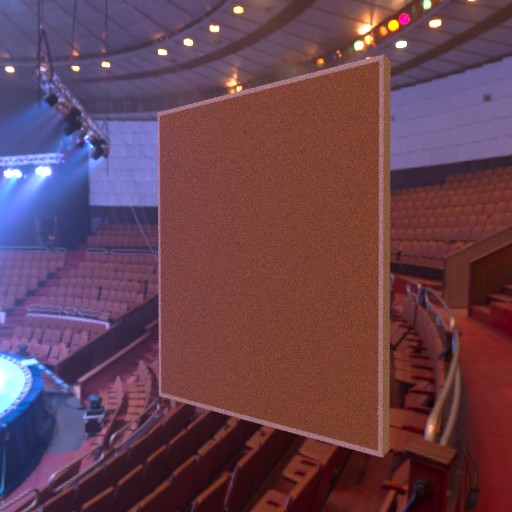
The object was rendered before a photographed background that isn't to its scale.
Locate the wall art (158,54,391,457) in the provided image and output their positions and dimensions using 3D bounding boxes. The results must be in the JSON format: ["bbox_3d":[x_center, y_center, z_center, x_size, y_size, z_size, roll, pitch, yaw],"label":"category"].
[{"bbox_3d":[0.000,0.000,0.742,0.443,0.549,0.030,1,1,35],"label":"wall art"}]
